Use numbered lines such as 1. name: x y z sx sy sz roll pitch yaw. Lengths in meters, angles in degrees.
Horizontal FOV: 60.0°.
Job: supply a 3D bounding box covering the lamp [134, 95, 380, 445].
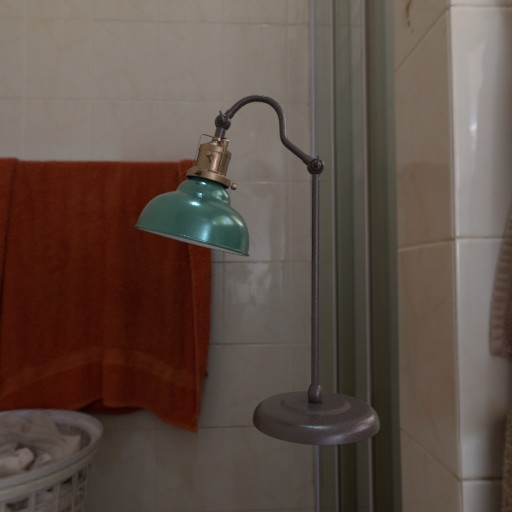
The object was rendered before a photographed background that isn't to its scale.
1. lamp: 0.000 0.000 0.690 0.374 0.508 0.192 0 -2 -1
